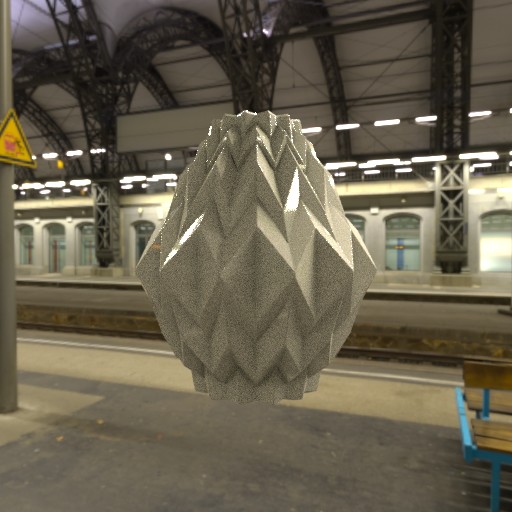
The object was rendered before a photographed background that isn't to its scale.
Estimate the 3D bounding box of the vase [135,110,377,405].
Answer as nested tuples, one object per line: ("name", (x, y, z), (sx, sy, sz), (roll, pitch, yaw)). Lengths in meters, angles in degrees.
("vase", (0.000, 0.000, 0.313), (0.164, 0.185, 0.164), (0, 1, 0))
